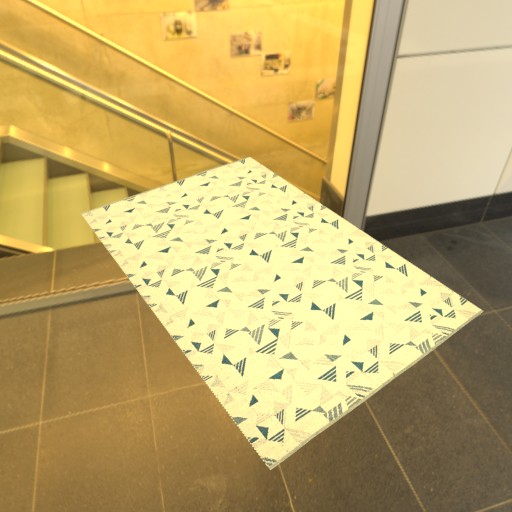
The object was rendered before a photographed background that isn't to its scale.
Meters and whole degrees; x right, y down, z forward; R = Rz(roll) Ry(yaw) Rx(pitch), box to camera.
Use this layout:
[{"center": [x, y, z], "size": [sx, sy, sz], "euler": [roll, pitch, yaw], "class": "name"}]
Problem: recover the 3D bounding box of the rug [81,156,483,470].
[{"center": [0.000, 0.000, 2.290], "size": [1.206, 0.003, 1.835], "euler": [-25, 46, -27], "class": "rug"}]
